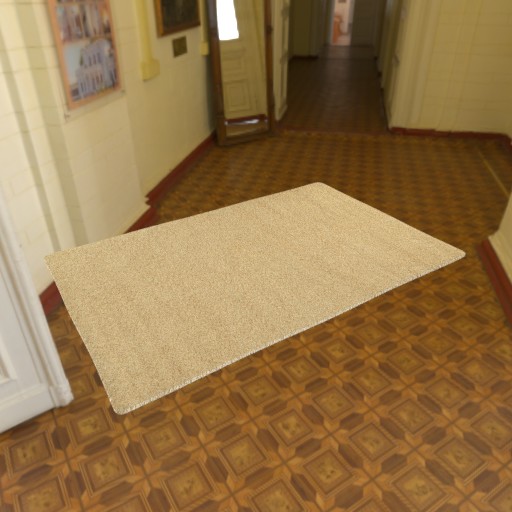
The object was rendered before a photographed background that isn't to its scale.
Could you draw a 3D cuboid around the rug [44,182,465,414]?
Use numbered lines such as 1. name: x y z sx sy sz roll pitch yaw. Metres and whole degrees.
1. rug: 0.000 0.000 2.910 2.349 0.026 1.500 -19 36 -28
